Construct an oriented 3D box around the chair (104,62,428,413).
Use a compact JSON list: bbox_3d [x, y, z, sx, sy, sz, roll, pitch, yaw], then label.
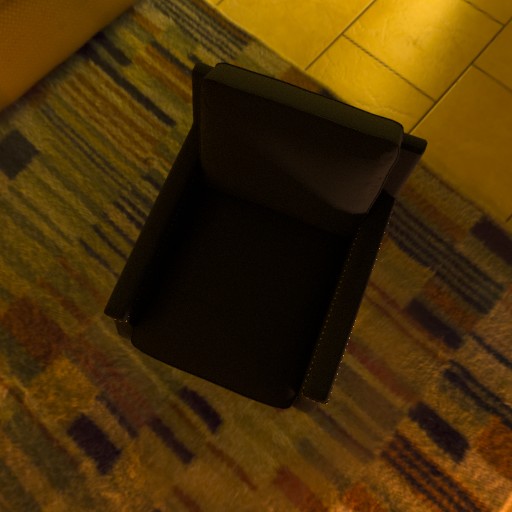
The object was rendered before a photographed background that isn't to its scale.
[{"bbox_3d":[0.000,0.000,1.717,0.853,0.943,1.014,21,76,5],"label":"chair"}]
